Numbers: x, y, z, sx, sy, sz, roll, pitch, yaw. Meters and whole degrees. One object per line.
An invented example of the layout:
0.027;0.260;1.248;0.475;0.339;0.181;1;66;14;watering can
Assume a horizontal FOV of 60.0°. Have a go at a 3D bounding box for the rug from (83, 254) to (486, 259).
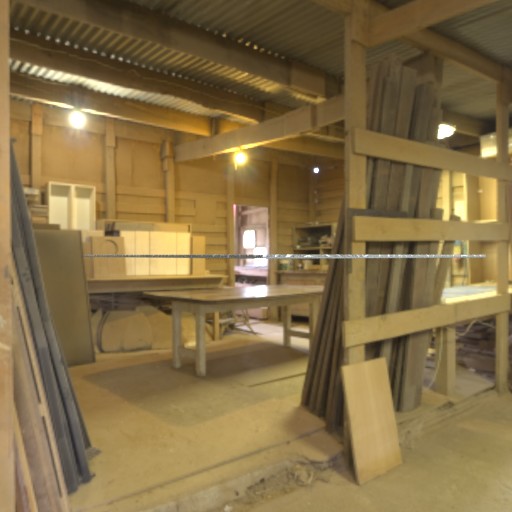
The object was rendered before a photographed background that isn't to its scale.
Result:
0.000;0.000;2.823;1.543;0.015;2.144;0;0;-37;rug
